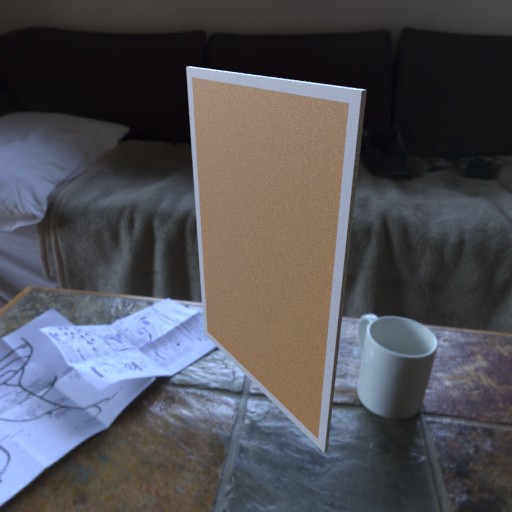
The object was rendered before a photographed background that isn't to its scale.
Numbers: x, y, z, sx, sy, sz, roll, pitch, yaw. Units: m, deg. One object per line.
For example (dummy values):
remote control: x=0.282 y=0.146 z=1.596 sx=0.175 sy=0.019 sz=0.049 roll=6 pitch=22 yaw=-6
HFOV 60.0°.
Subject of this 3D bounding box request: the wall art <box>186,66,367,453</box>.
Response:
wall art: x=0.000 y=0.000 z=1.242 sx=0.013 sy=0.940 sz=0.659 roll=-18 pitch=32 yaw=-31
